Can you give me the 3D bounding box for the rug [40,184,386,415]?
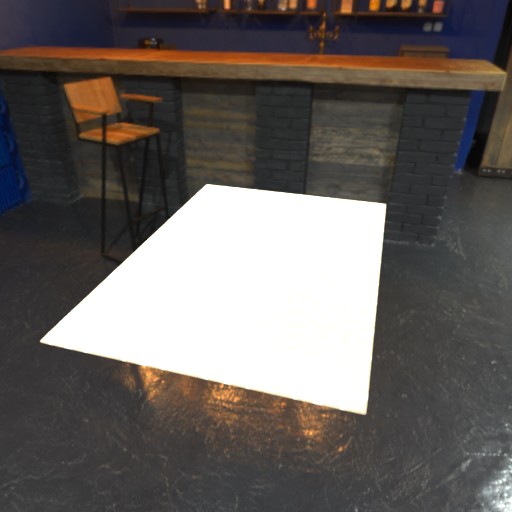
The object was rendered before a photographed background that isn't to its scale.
[{"bbox_3d":[0.000,0.000,2.804,1.524,0.010,2.134,8,31,14],"label":"rug"}]
